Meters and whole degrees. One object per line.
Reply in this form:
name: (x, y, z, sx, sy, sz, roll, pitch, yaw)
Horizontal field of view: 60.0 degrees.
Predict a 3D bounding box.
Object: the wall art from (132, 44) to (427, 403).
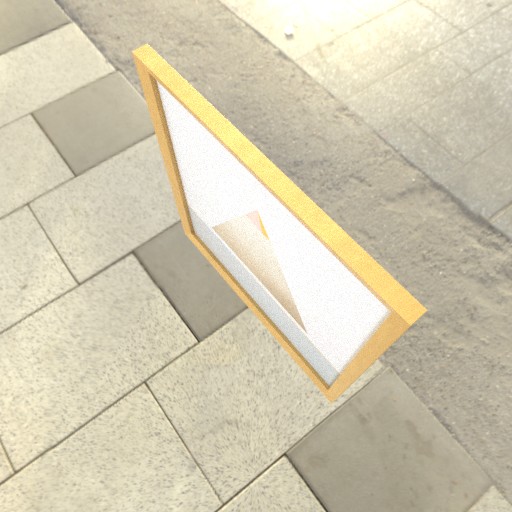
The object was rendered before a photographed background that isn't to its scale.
wall art: (0.000, 0.000, 2.873, 0.097, 1.936, 1.935, -36, 69, -17)
